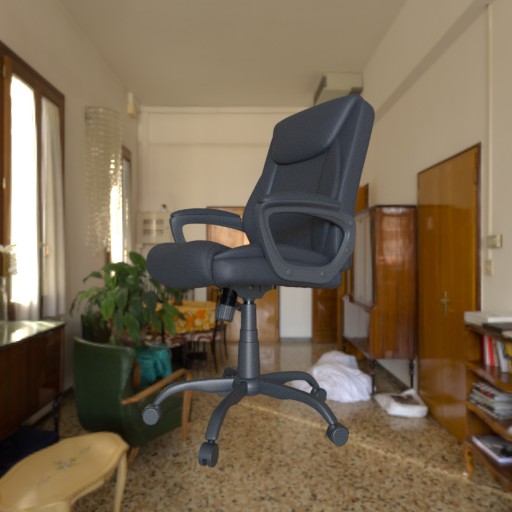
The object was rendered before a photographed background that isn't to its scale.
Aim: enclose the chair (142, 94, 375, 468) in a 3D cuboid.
[{"bbox_3d":[0.000,0.000,1.445,0.655,1.072,0.615,0,0,-36],"label":"chair"}]
